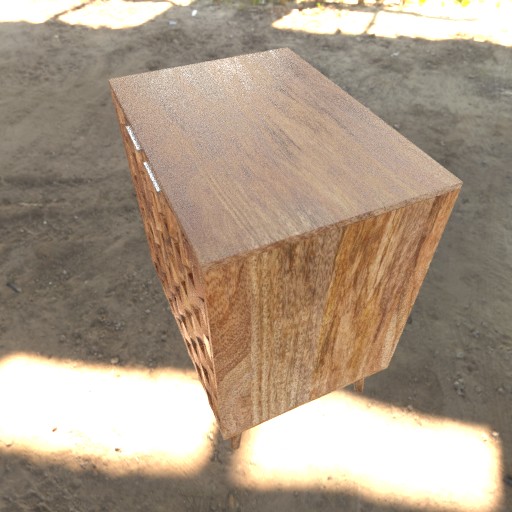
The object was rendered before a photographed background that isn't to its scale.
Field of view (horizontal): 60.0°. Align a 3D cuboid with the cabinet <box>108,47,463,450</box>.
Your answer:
[{"bbox_3d":[0.000,0.000,1.153,0.473,0.758,0.647,-18,48,-17],"label":"cabinet"}]
